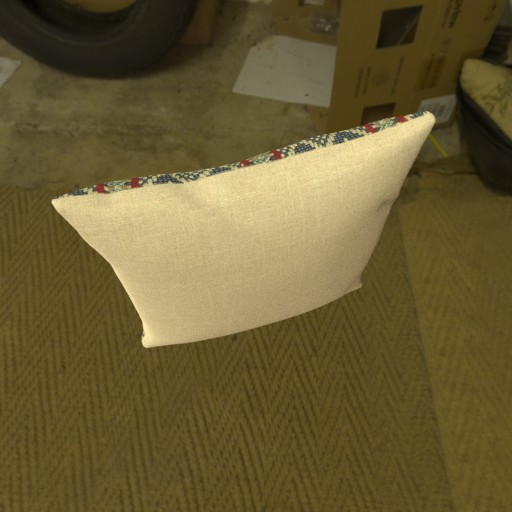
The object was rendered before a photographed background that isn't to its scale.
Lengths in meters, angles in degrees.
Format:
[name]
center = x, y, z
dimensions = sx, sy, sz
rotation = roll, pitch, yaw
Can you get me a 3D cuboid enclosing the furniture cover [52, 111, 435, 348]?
[furniture cover]
center = 0.000, 0.000, 0.659
dimensions = 0.431, 0.431, 0.139
rotation = -15, 61, -8
